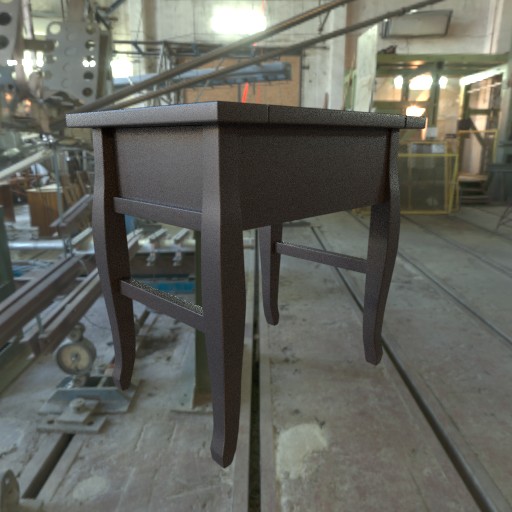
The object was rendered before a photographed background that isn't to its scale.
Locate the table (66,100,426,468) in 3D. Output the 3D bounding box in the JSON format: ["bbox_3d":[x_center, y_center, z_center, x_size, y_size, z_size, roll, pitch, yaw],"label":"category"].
[{"bbox_3d":[0.000,0.000,0.999,0.460,0.605,0.602,14,20,43],"label":"table"}]
